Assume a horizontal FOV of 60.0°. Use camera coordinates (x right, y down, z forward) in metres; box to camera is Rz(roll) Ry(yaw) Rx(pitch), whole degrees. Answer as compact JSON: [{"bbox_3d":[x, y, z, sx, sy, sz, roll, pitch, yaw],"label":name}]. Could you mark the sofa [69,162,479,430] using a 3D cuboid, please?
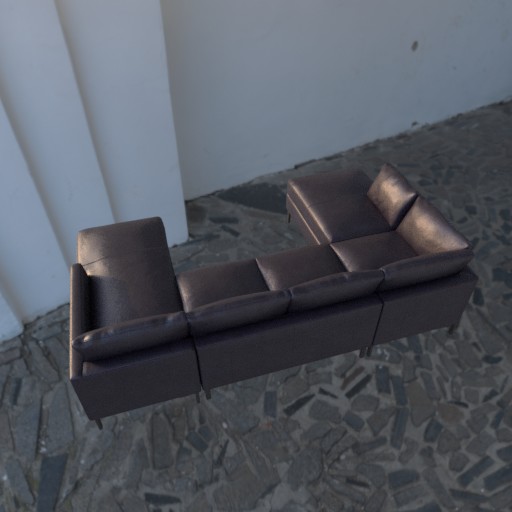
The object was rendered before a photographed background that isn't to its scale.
[{"bbox_3d":[0.000,0.000,3.790,2.956,0.900,1.939,-12,43,-13],"label":"sofa"}]
